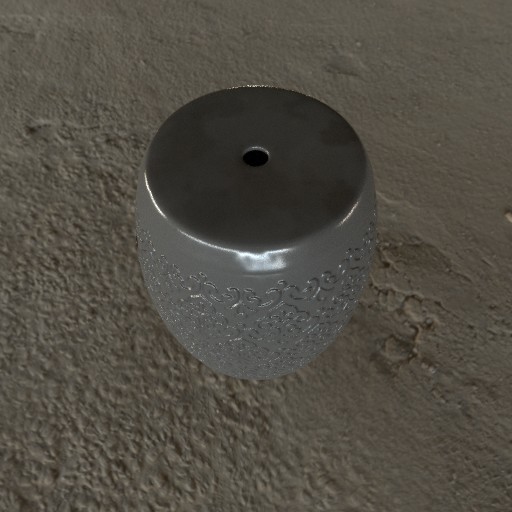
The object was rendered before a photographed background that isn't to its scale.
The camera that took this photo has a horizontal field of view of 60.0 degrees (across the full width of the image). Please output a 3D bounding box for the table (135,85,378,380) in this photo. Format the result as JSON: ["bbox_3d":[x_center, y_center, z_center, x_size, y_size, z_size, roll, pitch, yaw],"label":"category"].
[{"bbox_3d":[0.000,0.000,0.626,0.309,0.397,0.309,0,58,0],"label":"table"}]
